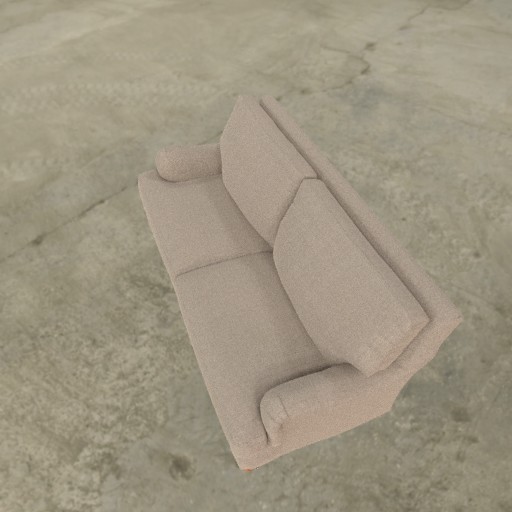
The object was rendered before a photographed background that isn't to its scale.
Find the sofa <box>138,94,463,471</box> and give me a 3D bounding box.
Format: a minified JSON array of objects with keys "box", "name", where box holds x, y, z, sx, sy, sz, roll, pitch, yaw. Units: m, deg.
[{"box":[0.000,0.000,2.740,1.087,1.054,2.160,-17,50,-15],"name":"sofa"}]
